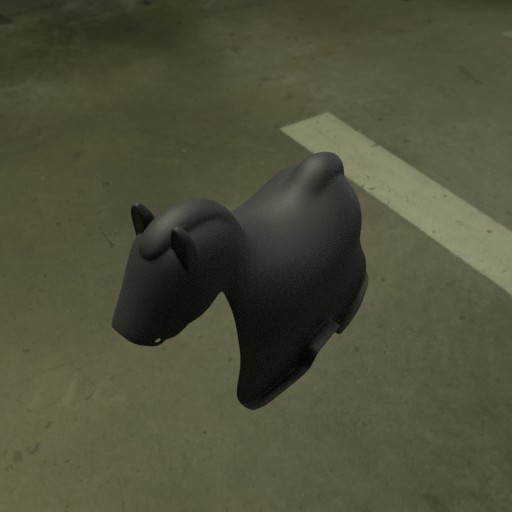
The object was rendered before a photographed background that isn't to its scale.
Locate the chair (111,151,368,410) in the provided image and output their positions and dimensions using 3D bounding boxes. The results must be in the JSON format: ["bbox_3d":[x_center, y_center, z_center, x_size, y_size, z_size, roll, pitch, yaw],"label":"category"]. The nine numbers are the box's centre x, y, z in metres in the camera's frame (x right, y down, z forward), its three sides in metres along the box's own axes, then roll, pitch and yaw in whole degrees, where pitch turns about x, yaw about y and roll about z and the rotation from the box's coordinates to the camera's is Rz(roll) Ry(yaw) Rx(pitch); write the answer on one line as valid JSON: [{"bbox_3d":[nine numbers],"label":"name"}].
[{"bbox_3d":[0.000,0.000,1.113,0.429,0.612,0.800,30,53,27],"label":"chair"}]
